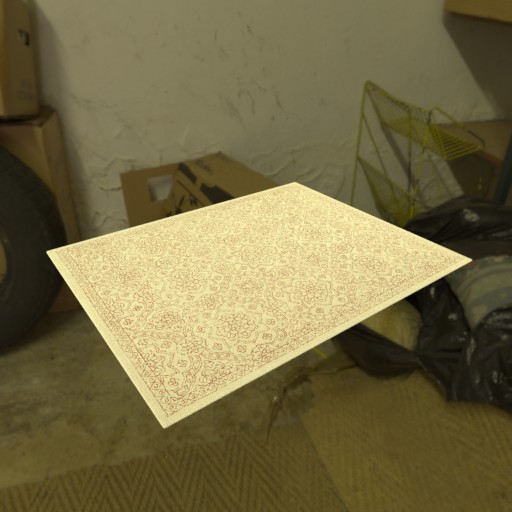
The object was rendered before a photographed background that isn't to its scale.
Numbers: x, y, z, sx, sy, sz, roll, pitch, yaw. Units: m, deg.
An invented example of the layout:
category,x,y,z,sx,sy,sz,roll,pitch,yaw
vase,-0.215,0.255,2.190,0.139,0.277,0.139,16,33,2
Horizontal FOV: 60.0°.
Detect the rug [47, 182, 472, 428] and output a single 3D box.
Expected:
category,x,y,z,sx,sy,sz,roll,pitch,yaw
rug,0.000,0.000,4.057,3.050,0.015,2.441,-20,36,-31
